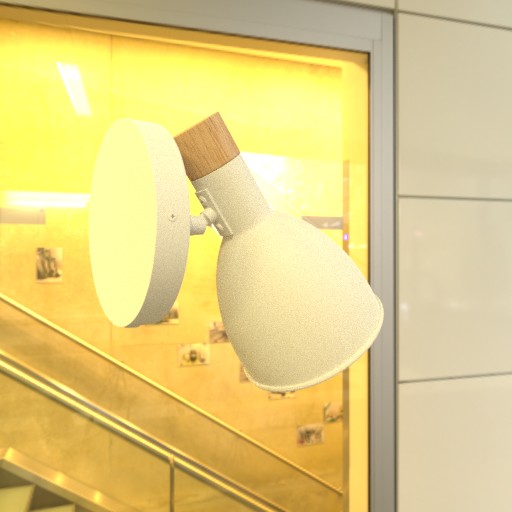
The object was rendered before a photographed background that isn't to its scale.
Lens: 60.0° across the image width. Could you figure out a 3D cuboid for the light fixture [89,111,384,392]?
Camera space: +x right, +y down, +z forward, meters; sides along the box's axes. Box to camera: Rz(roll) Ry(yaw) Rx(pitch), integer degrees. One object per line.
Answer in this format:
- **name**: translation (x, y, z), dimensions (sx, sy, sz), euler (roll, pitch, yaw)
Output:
- **light fixture**: translation (0.000, 0.000, 0.329), dimensions (0.209, 0.199, 0.127), euler (0, 0, -35)
